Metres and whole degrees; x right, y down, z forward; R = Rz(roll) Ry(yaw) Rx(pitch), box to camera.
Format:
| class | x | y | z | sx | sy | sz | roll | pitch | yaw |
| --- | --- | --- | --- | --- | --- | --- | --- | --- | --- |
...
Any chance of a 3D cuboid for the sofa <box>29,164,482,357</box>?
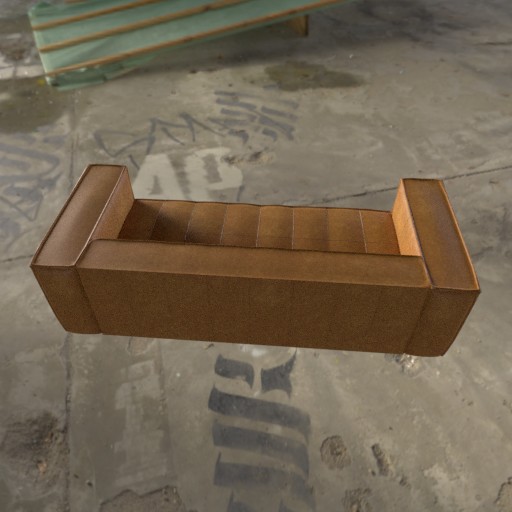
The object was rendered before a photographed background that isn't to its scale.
| class | x | y | z | sx | sy | sz | roll | pitch | yaw |
| --- | --- | --- | --- | --- | --- | --- | --- | --- | --- |
| sofa | 0.000 | 0.000 | 3.049 | 2.581 | 0.701 | 1.102 | 3 | 45 | 3 |
